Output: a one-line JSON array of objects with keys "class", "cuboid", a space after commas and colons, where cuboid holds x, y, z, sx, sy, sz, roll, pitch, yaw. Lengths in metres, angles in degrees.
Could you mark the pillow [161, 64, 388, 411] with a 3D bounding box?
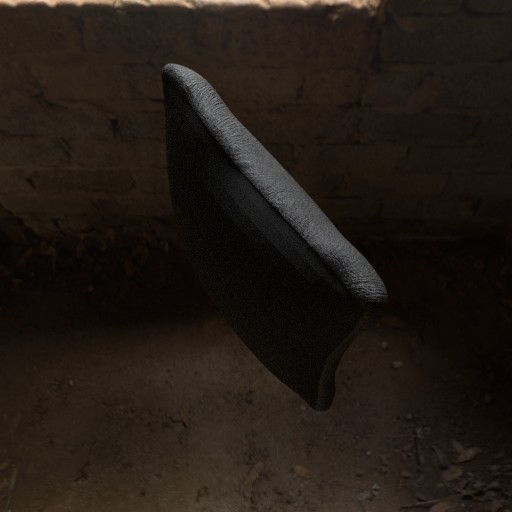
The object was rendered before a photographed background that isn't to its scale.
[{"class": "pillow", "cuboid": [0.000, 0.000, 0.815, 0.210, 0.523, 0.533, -30, 63, -17]}]
